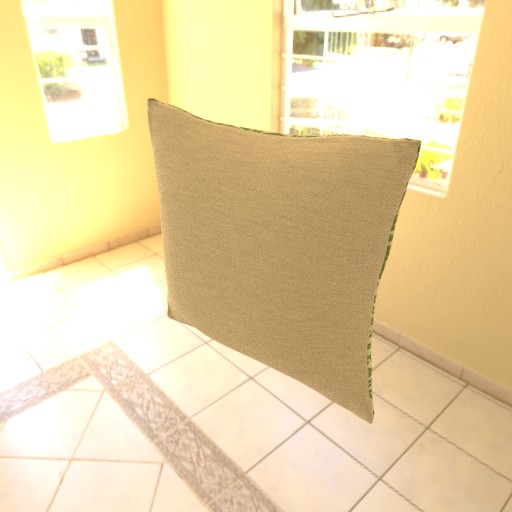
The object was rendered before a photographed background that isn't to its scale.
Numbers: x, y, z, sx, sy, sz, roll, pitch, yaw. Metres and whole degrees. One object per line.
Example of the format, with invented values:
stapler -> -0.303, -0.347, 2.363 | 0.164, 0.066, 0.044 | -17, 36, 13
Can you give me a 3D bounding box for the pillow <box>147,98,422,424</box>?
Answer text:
pillow -> 0.000, 0.000, 0.676 | 0.440, 0.419, 0.162 | 20, 34, 32
